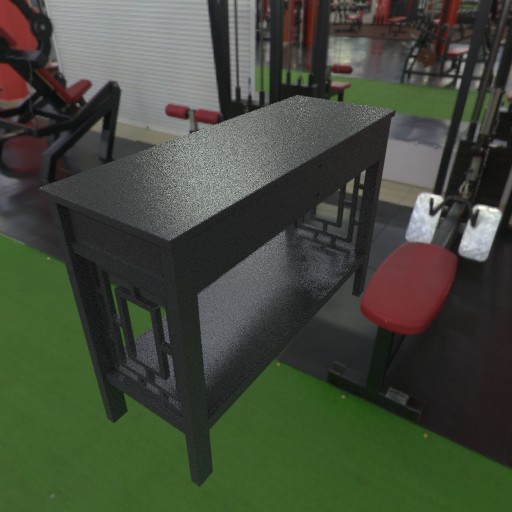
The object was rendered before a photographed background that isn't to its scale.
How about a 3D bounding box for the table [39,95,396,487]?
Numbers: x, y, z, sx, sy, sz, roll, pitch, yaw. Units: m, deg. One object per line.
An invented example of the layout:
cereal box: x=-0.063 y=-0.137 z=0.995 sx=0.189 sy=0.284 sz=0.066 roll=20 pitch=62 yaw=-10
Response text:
table: x=0.000 y=0.000 z=1.415 sx=0.397 sy=0.753 sz=1.068 roll=21 pitch=38 yaw=29
